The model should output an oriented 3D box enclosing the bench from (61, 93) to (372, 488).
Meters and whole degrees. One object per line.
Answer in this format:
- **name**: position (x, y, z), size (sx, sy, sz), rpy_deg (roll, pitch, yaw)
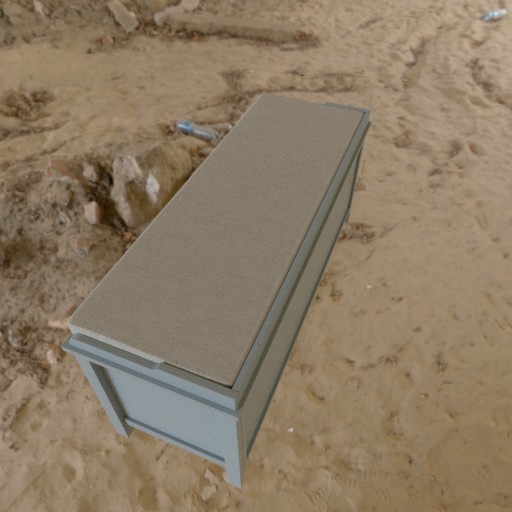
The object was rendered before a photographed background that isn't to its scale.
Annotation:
- **bench**: position (0.000, 0.000, 1.369), size (0.398, 0.501, 1.140), rpy_deg (17, 48, 15)
